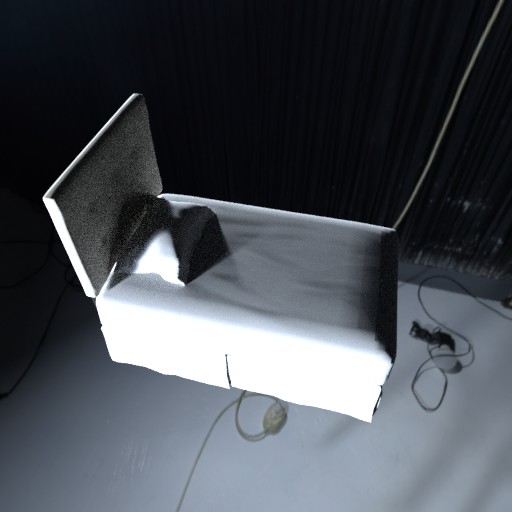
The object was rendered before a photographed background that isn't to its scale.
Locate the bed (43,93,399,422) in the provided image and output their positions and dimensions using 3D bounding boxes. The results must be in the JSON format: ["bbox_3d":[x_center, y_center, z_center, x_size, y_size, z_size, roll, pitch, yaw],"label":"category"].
[{"bbox_3d":[0.000,0.000,3.028,1.997,1.571,1.261,10,48,9],"label":"bed"}]
